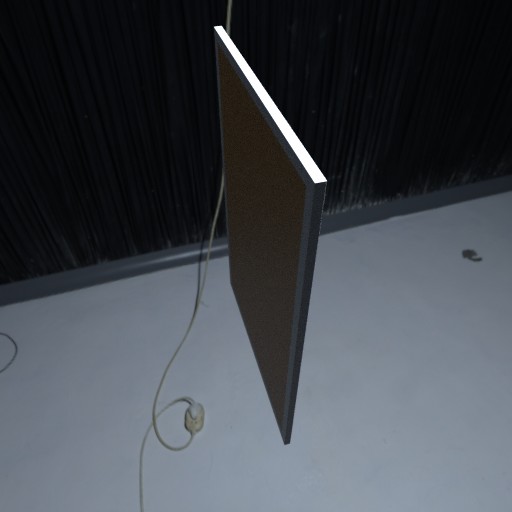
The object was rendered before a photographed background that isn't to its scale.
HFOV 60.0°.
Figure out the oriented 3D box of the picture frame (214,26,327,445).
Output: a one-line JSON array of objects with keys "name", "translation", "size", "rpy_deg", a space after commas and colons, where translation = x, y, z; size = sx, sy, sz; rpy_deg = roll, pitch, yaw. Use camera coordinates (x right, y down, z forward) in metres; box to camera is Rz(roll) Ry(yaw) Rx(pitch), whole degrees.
[{"name": "picture frame", "translation": [0.000, 0.000, 0.828], "size": [0.013, 0.657, 0.457], "rpy_deg": [-12, 47, -11]}]
